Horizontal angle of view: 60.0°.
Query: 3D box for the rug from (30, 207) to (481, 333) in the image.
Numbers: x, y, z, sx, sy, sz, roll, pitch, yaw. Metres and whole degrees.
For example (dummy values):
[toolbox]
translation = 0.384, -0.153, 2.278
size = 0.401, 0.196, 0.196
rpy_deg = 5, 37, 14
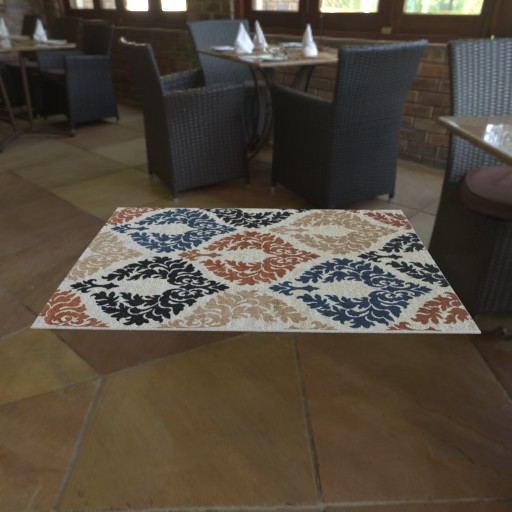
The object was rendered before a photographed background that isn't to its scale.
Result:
[rug]
translation = 0.000, 0.000, 2.881
size = 2.275, 0.014, 1.514
rpy_deg = 1, 30, 1
